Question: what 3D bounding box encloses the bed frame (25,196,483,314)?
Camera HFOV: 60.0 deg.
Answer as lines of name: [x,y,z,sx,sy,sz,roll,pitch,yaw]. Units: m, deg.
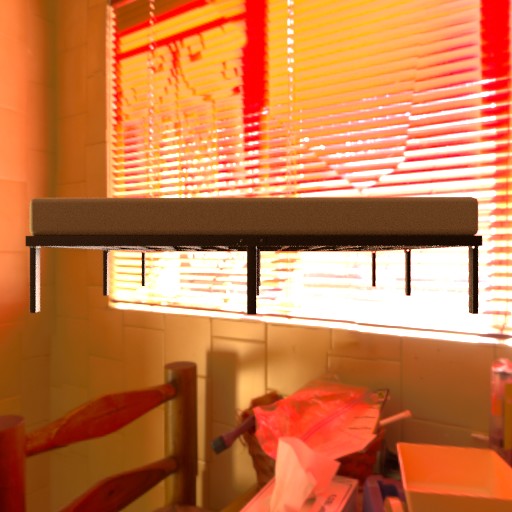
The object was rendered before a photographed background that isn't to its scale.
bed frame: [0.000,0.000,3.799,2.635,0.680,2.526,0,0,1]
